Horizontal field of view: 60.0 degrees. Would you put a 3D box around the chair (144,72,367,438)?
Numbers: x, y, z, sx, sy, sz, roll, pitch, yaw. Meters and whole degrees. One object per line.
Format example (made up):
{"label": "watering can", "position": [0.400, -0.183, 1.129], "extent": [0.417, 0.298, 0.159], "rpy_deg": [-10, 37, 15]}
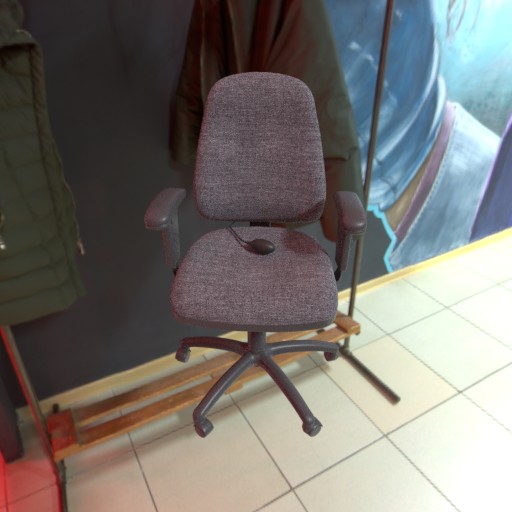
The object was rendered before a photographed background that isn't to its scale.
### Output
{"label": "chair", "position": [0.000, 0.000, 1.234], "extent": [0.550, 0.910, 0.530], "rpy_deg": [2, 31, 3]}
